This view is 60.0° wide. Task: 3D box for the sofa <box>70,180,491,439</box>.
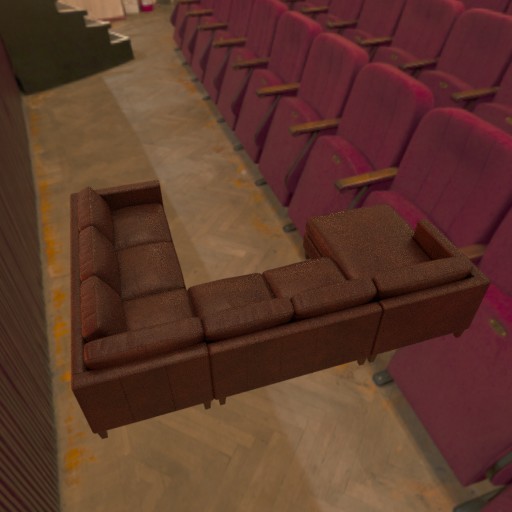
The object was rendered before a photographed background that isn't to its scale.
[{"bbox_3d":[0.000,0.000,4.346,3.324,0.891,2.452,-12,42,-13],"label":"sofa"}]
